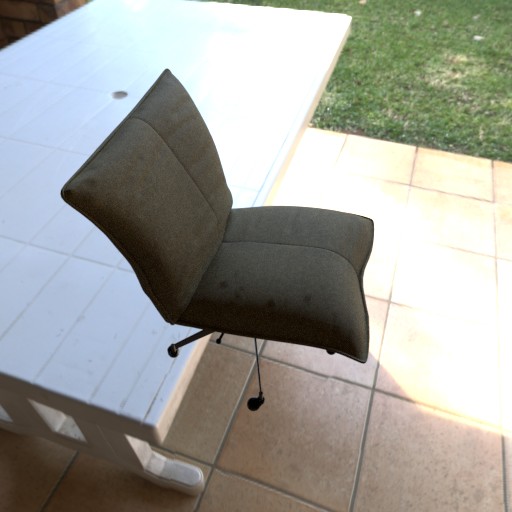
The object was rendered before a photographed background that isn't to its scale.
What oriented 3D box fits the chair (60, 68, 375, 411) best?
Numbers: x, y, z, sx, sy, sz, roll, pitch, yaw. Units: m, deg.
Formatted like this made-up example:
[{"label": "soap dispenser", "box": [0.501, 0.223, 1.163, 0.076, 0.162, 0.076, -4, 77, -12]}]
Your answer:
[{"label": "chair", "box": [0.000, 0.000, 1.307, 0.696, 0.811, 0.597, 10, 46, 9]}]
